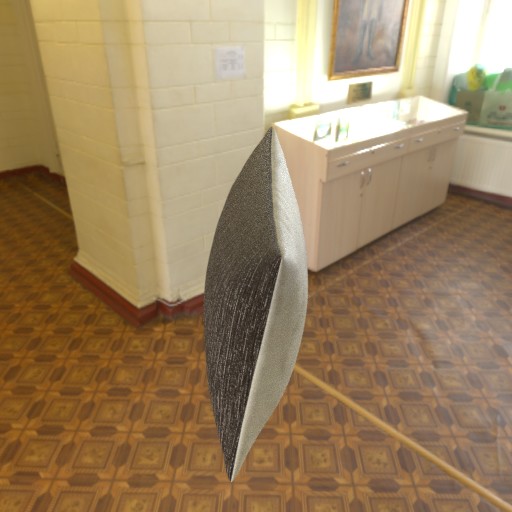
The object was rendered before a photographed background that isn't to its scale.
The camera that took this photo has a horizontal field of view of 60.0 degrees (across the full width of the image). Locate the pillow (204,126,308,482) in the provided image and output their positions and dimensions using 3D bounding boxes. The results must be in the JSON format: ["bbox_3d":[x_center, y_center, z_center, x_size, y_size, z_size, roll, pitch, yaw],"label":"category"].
[{"bbox_3d":[0.000,0.000,0.736,0.156,0.305,0.608,0,27,1],"label":"pillow"}]
